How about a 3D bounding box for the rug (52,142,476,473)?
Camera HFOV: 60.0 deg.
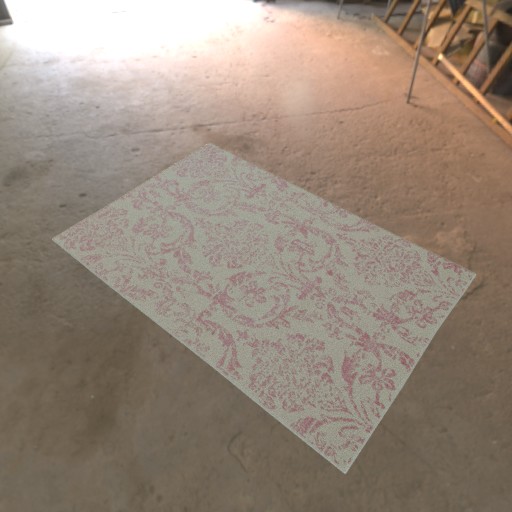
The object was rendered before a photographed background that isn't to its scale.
[{"bbox_3d":[0.000,0.000,2.287,1.839,0.012,1.219,31,54,26],"label":"rug"}]
